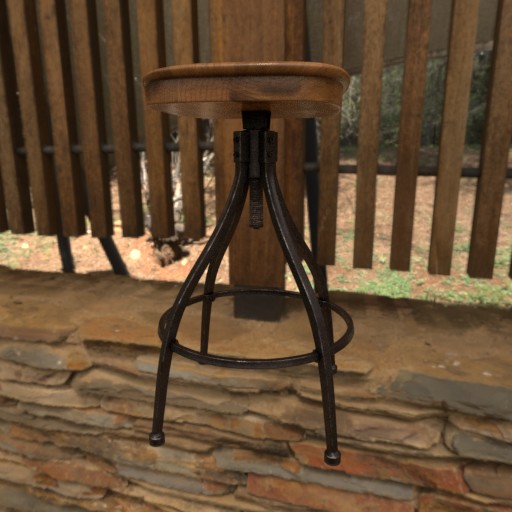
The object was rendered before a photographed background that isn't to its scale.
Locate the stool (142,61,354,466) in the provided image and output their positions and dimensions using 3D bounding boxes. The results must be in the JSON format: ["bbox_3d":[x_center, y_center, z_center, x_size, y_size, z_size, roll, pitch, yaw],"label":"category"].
[{"bbox_3d":[0.000,0.000,0.941,0.424,0.694,0.432,2,14,9],"label":"stool"}]
